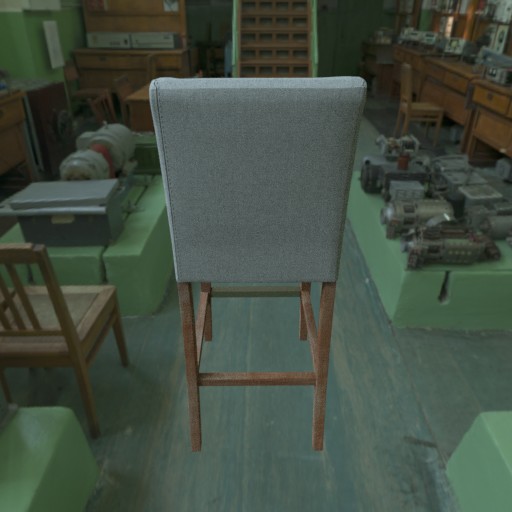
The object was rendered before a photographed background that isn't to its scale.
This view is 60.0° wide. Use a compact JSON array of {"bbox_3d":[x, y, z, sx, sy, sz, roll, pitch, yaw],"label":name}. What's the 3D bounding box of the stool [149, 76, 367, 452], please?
[{"bbox_3d":[0.000,0.000,1.349,0.439,1.088,0.570,0,30,-1],"label":"stool"}]
